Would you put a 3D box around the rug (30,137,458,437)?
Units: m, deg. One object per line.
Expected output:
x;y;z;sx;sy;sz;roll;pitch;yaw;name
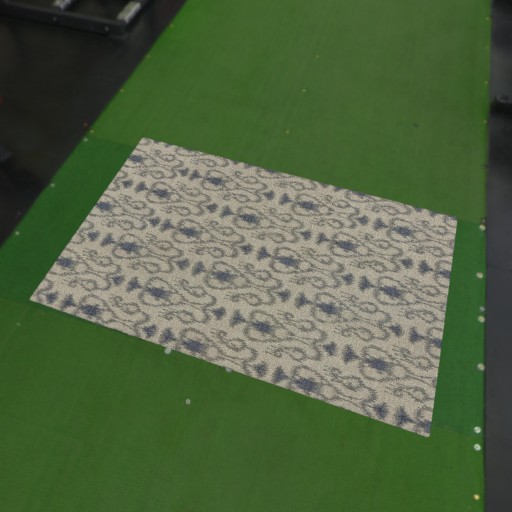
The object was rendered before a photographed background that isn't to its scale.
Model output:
0.000;0.000;1.970;1.652;0.006;1.035;16;59;10;rug
